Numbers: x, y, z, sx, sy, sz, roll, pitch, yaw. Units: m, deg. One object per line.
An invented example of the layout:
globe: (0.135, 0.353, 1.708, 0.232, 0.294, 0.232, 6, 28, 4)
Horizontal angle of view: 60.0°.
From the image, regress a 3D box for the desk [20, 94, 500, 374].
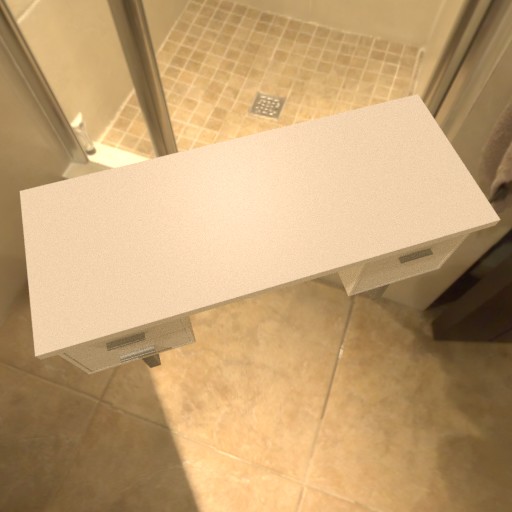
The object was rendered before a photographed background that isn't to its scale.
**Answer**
desk: (0.000, 0.000, 1.853, 1.530, 0.773, 0.603, -16, 64, -8)
